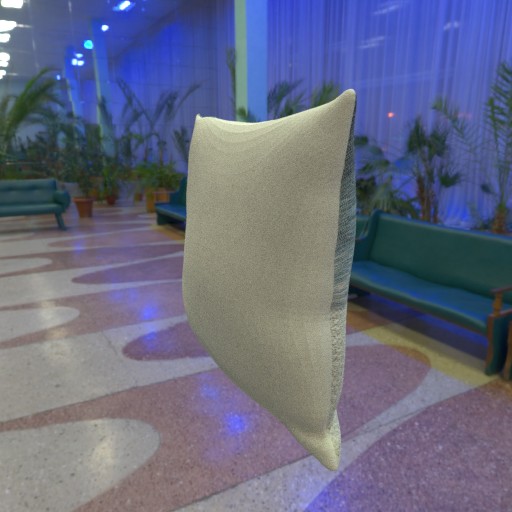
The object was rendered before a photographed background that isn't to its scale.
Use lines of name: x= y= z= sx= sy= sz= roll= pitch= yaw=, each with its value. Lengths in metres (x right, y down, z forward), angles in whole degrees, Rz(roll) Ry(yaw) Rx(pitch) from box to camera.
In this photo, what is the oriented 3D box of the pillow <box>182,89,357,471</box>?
pillow: x=0.000 y=0.000 z=0.671 sx=0.182 sy=0.441 sz=0.440 roll=-8 pitch=17 yaw=-27
